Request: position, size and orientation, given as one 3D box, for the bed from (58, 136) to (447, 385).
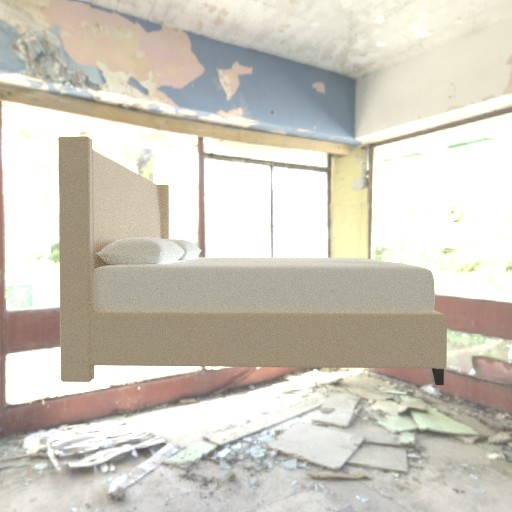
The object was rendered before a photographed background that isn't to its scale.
[{"bbox_3d":[0.000,0.000,3.674,2.293,1.471,2.145,0,1,2],"label":"bed"}]
